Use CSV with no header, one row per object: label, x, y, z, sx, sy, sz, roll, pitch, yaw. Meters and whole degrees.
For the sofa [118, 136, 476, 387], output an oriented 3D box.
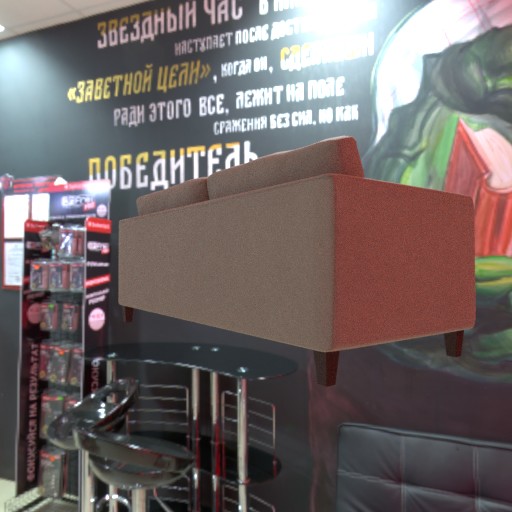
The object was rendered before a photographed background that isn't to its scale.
sofa,0.000,0.000,2.611,0.948,0.932,2.181,1,-1,-36
